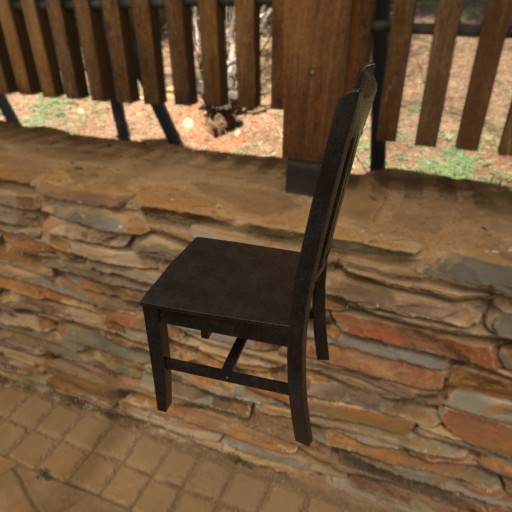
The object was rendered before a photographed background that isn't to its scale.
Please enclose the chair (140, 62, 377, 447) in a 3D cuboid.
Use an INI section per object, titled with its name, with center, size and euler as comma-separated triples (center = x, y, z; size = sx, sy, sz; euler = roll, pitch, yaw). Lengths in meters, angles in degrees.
[chair]
center = 0.000, 0.000, 1.275
size = 0.555, 0.998, 0.450
euler = 8, 31, 14
